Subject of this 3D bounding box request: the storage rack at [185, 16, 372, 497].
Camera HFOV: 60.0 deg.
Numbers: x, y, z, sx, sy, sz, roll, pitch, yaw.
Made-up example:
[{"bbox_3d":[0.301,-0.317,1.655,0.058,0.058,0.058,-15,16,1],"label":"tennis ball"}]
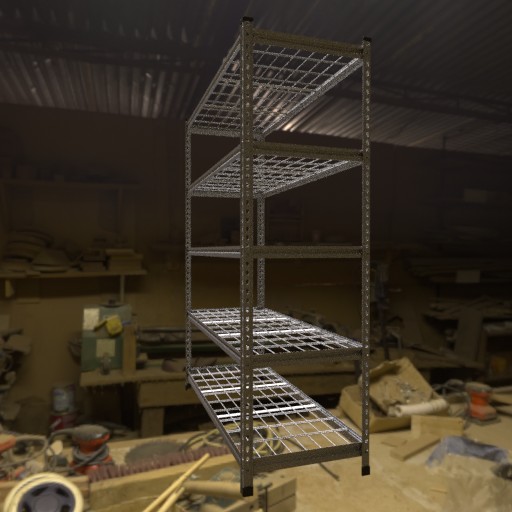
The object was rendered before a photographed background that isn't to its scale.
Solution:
[{"bbox_3d":[0.000,0.000,2.640,0.610,1.981,1.524,0,1,-18],"label":"storage rack"}]
